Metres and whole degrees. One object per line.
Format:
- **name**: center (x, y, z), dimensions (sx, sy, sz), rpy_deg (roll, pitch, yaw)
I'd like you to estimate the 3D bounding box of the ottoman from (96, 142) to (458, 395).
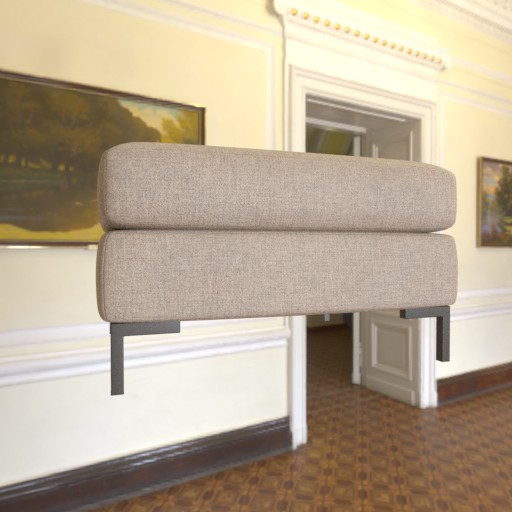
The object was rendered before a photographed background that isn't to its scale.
- **ottoman**: center (0.000, 0.000, 1.214), dimensions (0.820, 0.490, 0.671), rpy_deg (0, 1, -18)
